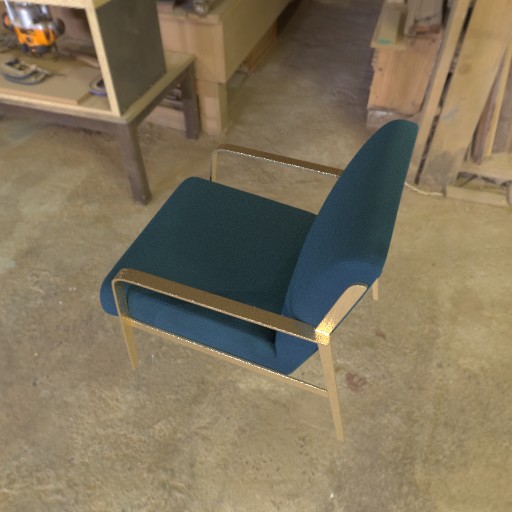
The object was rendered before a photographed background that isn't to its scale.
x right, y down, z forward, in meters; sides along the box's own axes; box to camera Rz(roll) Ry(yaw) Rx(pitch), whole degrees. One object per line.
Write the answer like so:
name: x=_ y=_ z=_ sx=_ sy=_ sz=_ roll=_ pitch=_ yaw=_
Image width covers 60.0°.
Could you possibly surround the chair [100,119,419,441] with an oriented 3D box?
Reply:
chair: x=0.000 y=0.000 z=1.459 sx=0.859 sy=0.831 sz=0.692 roll=16 pitch=49 yaw=14
